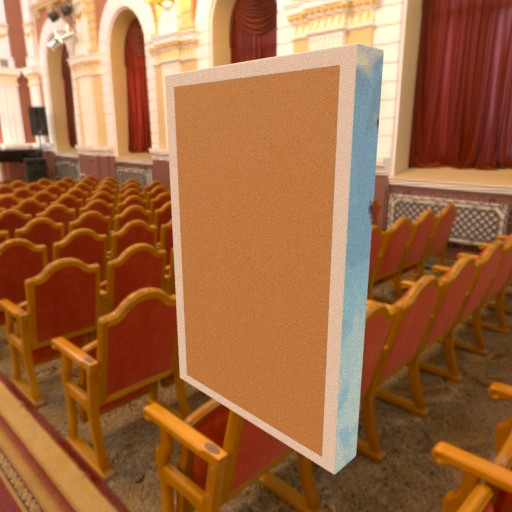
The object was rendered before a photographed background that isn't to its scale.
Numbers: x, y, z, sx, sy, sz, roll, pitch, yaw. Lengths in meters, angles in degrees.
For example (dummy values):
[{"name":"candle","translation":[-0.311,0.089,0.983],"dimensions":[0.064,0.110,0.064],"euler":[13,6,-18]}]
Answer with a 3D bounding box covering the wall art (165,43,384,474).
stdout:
[{"name":"wall art","translation":[0.000,0.000,0.473],"dimensions":[0.251,0.380,0.039],"euler":[15,21,43]}]
